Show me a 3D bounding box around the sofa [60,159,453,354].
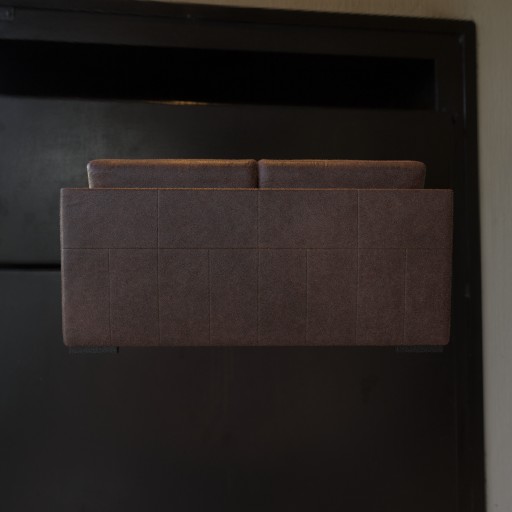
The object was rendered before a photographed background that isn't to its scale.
[{"bbox_3d":[0.000,0.000,2.563,1.880,0.939,1.143,0,-2,-1],"label":"sofa"}]
